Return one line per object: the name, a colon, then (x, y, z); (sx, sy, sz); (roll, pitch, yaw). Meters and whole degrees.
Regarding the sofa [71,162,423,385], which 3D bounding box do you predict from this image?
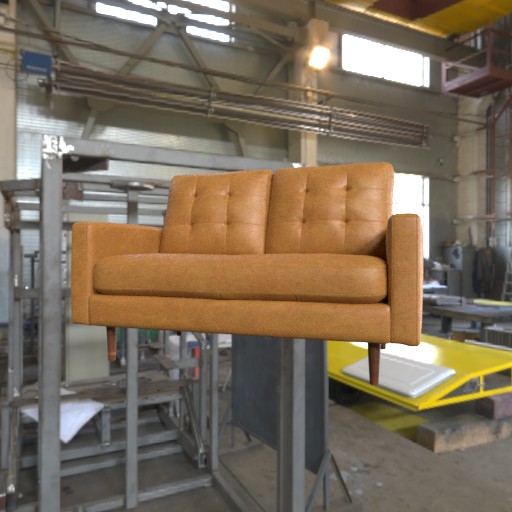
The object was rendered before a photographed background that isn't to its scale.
sofa: (0.000, 0.000, 2.045); (1.430, 0.898, 0.868); (0, 0, 19)
